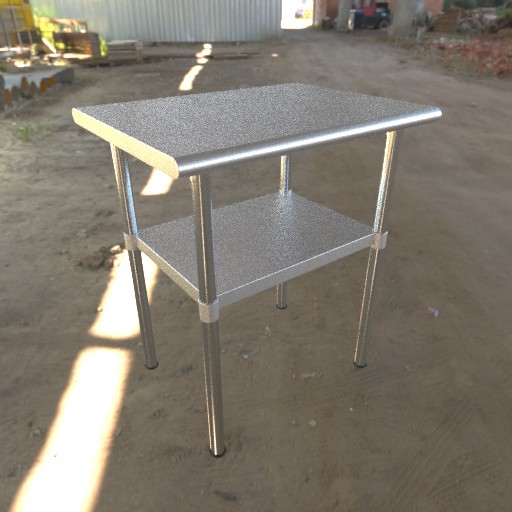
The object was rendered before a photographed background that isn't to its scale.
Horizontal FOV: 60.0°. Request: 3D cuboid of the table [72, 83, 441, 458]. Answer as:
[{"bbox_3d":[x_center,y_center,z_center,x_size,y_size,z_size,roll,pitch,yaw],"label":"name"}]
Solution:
[{"bbox_3d":[0.000,0.000,1.356,0.762,0.876,0.584,-20,35,-32],"label":"table"}]
